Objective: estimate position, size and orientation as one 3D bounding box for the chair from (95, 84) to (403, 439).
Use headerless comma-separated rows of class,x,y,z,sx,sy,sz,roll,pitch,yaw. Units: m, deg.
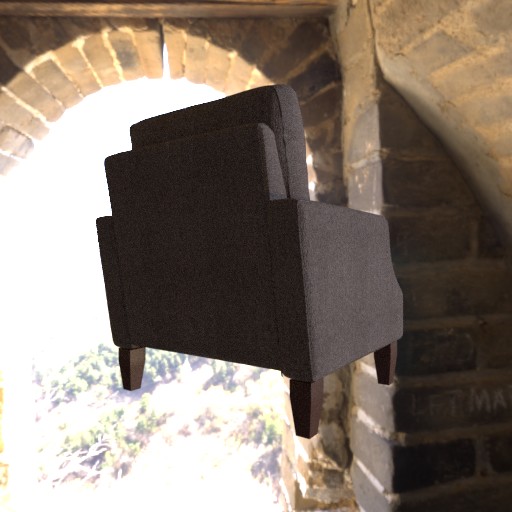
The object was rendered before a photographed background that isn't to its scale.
chair,0.000,0.000,1.668,0.855,0.993,0.897,0,0,36
